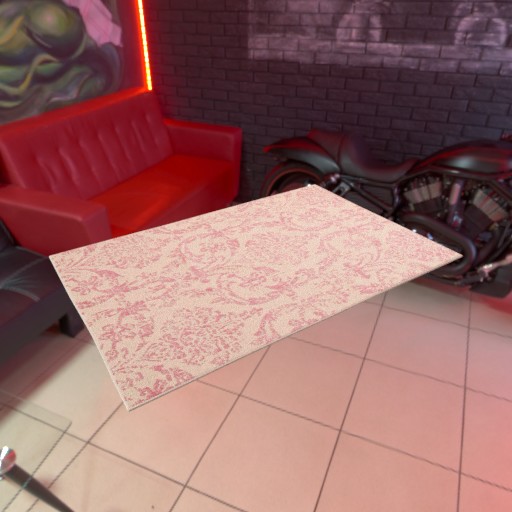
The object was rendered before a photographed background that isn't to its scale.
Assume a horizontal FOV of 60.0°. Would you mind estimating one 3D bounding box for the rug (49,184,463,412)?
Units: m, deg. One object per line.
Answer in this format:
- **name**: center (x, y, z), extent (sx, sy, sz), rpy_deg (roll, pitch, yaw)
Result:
- **rug**: center (0.000, 0.000, 2.360), extent (1.839, 0.012, 1.219), rpy_deg (-19, 36, -28)
